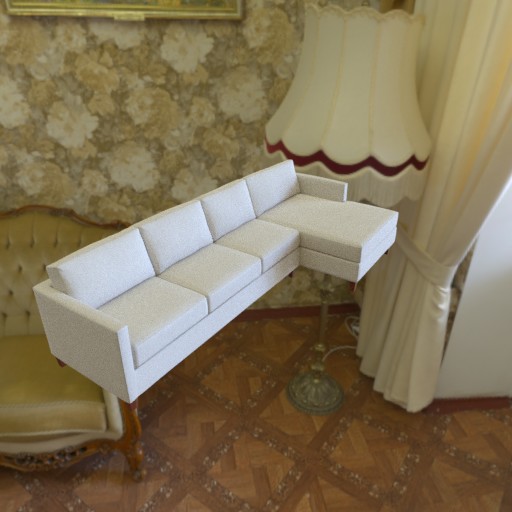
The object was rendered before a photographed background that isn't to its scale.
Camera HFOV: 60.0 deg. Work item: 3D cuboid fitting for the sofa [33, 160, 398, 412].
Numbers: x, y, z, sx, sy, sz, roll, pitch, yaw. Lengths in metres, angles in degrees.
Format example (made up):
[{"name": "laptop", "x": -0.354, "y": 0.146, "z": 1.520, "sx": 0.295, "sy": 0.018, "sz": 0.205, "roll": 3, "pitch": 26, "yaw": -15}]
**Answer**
[{"name": "sofa", "x": 0.000, "y": 0.000, "z": 4.174, "sx": 1.599, "sy": 0.954, "sz": 3.471, "roll": 18, "pitch": 33, "yaw": 30}]
